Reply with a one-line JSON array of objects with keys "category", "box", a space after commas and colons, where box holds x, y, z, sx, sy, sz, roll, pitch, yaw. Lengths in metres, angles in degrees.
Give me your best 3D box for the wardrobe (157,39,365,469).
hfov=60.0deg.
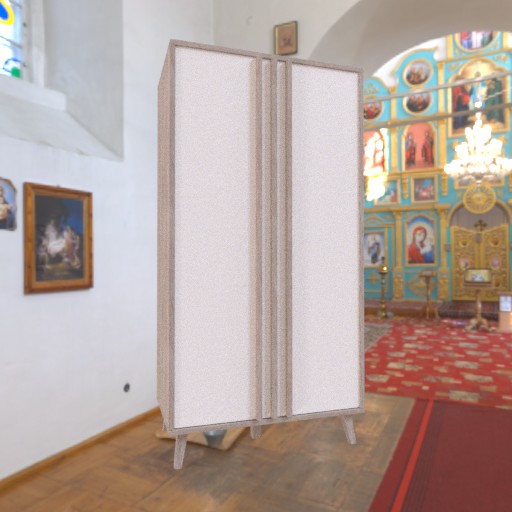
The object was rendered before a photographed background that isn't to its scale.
[{"category": "wardrobe", "box": [0.000, 0.000, 2.416, 1.000, 1.960, 0.600, 0, -1, -18]}]
